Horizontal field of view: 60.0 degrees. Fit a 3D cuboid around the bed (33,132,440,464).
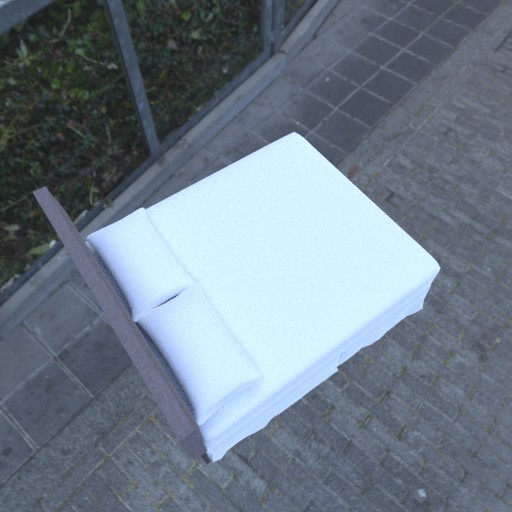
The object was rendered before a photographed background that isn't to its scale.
[{"bbox_3d":[0.000,0.000,2.823,1.894,1.089,1.610,-32,64,-18],"label":"bed"}]
